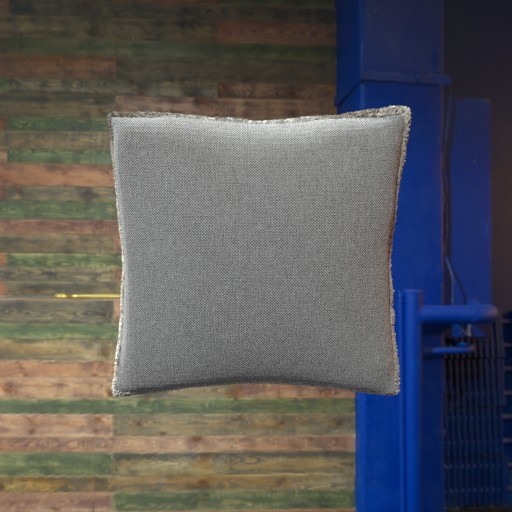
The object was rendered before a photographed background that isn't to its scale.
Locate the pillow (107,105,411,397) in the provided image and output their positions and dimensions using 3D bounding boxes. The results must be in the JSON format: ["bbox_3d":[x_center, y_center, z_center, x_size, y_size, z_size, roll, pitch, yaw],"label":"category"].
[{"bbox_3d":[0.000,0.000,0.803,0.529,0.515,0.218,0,-1,-1],"label":"pillow"}]
